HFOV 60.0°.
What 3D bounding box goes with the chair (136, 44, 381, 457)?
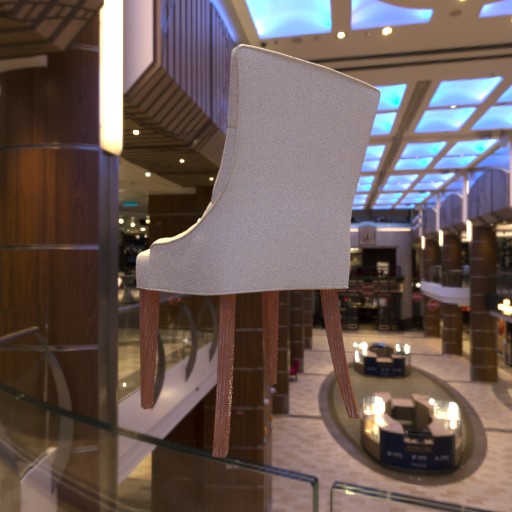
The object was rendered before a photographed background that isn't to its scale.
[{"bbox_3d":[0.000,0.000,1.224,0.509,0.874,0.565,1,-1,-35],"label":"chair"}]
